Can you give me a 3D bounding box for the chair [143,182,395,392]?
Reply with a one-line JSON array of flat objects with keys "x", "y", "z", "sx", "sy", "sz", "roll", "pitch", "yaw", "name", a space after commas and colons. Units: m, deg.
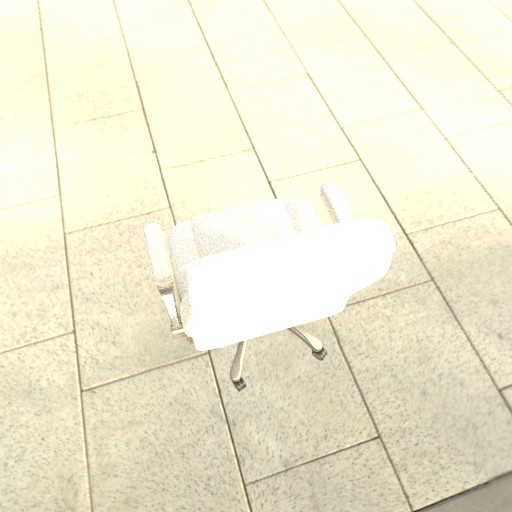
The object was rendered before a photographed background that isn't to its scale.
[{"x": 0.000, "y": 0.000, "z": 1.634, "sx": 0.740, "sy": 1.110, "sz": 0.794, "roll": -17, "pitch": 60, "yaw": -10, "name": "chair"}]
